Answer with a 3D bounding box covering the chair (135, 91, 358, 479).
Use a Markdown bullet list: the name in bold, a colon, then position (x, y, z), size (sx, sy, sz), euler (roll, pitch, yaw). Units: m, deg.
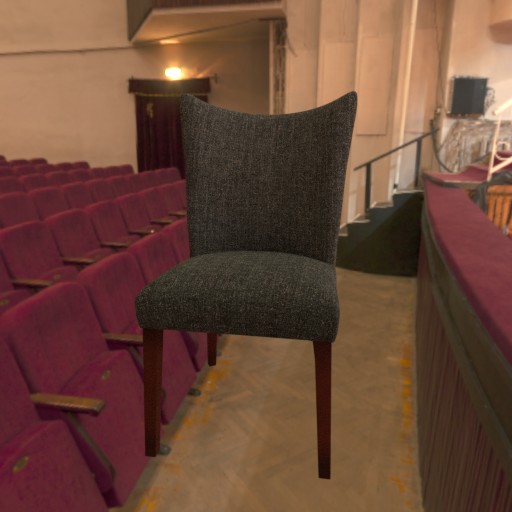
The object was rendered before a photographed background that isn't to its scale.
- **chair**: position (0.000, 0.000, 1.273), size (0.535, 0.924, 0.623), euler (3, 15, 10)
